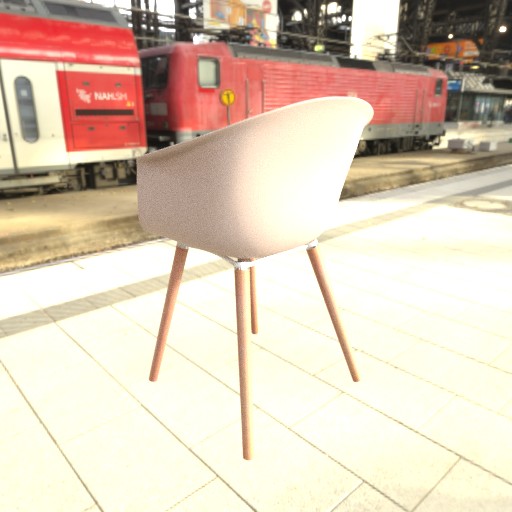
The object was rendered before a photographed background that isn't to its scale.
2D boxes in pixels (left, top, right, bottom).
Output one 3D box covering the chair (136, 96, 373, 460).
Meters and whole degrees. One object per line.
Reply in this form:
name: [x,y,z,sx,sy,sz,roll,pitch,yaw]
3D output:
chair: [0.000,0.000,1.167,0.593,0.781,0.504,-17,25,-42]
